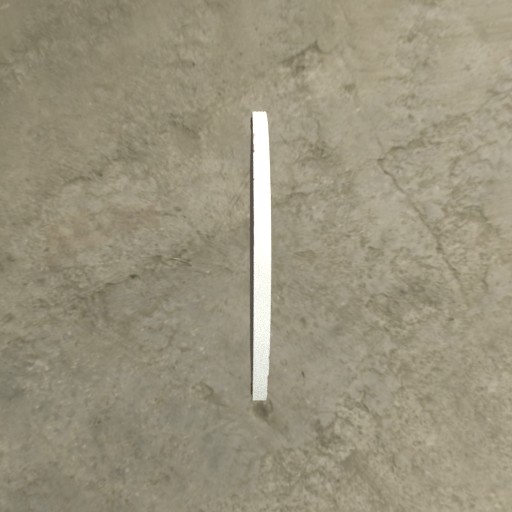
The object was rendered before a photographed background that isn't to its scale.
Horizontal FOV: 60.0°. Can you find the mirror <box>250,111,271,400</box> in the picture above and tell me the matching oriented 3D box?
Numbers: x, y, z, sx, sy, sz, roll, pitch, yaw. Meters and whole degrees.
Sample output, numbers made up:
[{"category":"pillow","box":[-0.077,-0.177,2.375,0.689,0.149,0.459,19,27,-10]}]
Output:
[{"category":"mirror","box":[0.000,0.000,1.189,0.032,0.920,0.660,0,90,-1]}]
